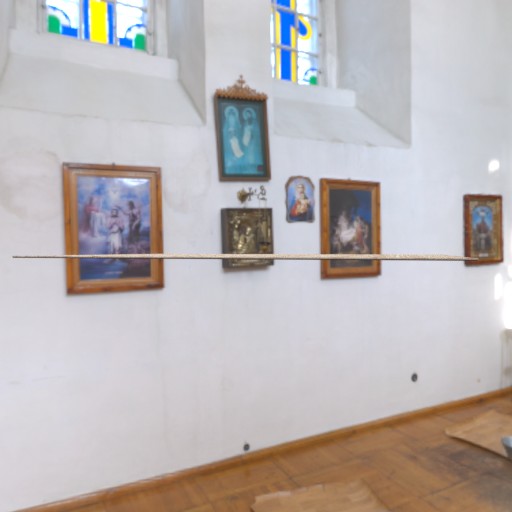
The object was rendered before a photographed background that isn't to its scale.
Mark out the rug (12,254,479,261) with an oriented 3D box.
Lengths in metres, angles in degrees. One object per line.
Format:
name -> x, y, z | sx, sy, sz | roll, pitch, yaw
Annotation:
rug -> 0.000, 0.000, 2.218 | 1.829, 0.008, 1.219 | 0, 1, 18
